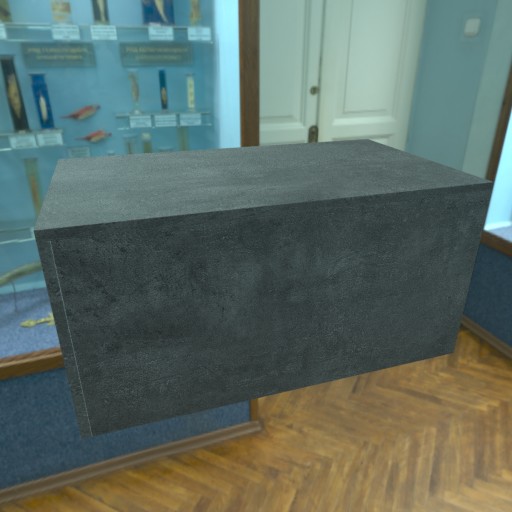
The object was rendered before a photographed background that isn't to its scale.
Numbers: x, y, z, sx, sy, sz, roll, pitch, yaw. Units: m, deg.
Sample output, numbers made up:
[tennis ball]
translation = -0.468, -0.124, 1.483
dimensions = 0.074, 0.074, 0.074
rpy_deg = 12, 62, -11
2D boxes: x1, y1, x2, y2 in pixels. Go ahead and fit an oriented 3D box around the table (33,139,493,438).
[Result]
[table]
translation = 0.000, 0.000, 0.885
dimensions = 0.700, 0.350, 0.400
rpy_deg = -8, 26, -16
